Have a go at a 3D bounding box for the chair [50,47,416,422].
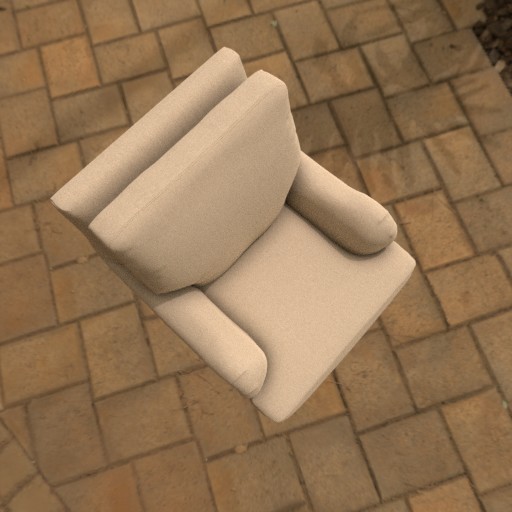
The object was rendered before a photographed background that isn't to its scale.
[{"bbox_3d":[0.000,0.000,1.841,1.078,1.076,0.895,42,78,11],"label":"chair"}]
